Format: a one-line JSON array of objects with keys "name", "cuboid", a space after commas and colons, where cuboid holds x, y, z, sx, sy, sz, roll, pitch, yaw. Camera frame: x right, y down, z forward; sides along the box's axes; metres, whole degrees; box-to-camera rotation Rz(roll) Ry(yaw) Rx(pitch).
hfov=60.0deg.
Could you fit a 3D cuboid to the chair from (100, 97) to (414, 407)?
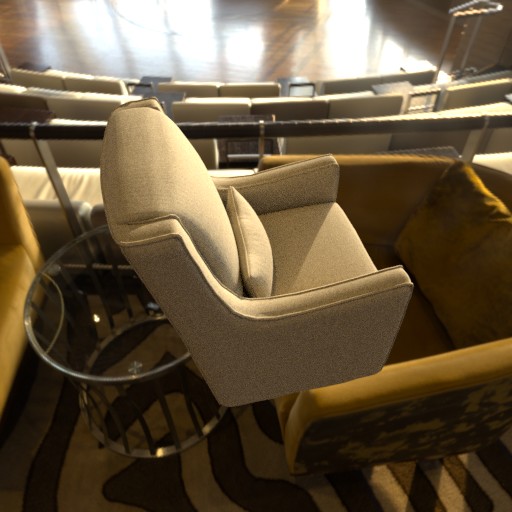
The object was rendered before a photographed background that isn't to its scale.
[{"name": "chair", "cuboid": [0.000, 0.000, 1.614, 0.879, 0.993, 0.732, -10, 47, -9]}]
